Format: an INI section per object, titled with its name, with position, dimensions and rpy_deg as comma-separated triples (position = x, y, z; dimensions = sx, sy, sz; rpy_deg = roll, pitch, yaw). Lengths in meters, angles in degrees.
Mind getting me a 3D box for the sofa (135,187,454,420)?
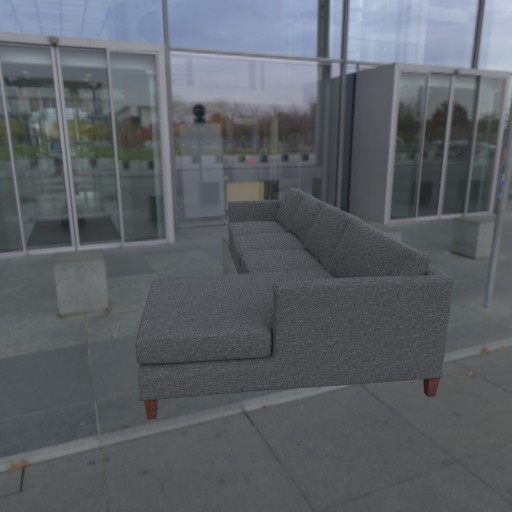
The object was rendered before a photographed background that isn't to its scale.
[sofa]
position = 0.000, 0.000, 3.723
dimensions = 1.625, 0.846, 3.186
rpy_deg = -2, 15, -8
